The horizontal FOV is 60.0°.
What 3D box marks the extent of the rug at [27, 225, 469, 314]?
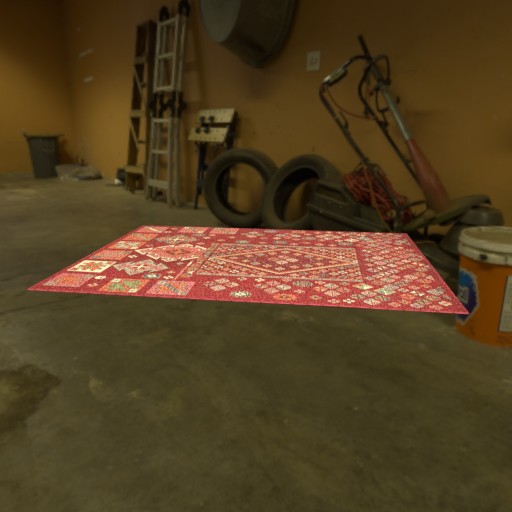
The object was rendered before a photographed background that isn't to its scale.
[{"bbox_3d":[0.000,0.000,2.908,2.184,0.007,1.579,2,16,8],"label":"rug"}]
